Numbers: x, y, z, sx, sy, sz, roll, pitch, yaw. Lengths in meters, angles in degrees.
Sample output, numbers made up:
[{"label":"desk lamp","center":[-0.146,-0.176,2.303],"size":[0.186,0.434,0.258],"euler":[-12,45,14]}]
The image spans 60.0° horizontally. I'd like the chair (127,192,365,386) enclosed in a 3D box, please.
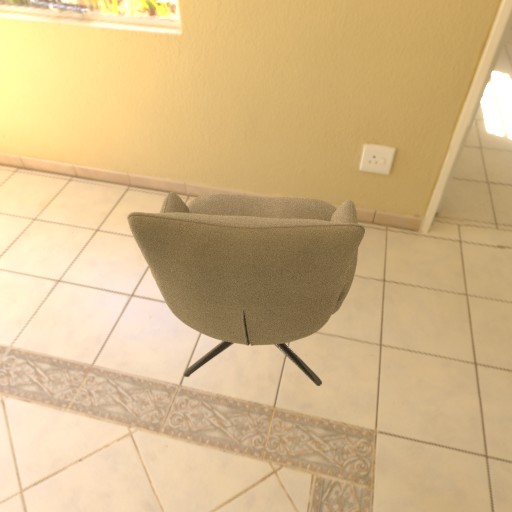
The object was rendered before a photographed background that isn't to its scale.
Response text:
[{"label":"chair","center":[0.000,0.000,1.607],"size":[0.711,1.016,0.889],"euler":[3,46,3]}]
